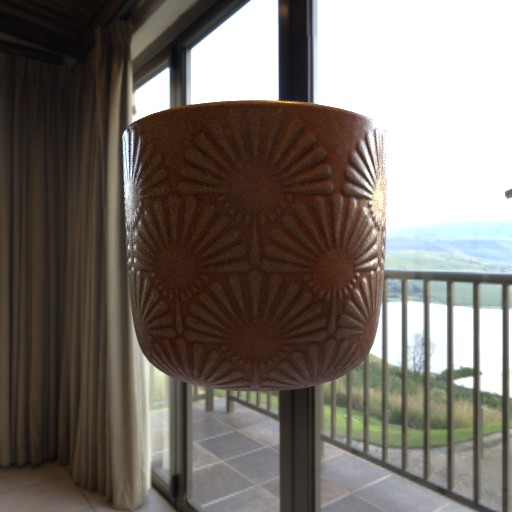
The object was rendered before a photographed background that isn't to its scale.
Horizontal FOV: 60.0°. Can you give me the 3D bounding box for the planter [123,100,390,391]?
[{"bbox_3d":[0.000,0.000,0.215,0.124,0.109,0.124,0,0,0],"label":"planter"}]
